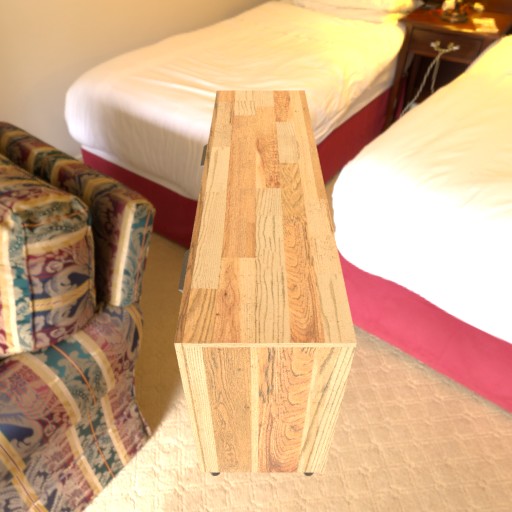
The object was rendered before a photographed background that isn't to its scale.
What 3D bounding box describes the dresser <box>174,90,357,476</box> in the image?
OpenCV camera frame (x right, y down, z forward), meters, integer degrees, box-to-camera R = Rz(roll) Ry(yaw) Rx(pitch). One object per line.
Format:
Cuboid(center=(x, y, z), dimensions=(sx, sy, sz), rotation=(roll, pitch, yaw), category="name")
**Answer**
Cuboid(center=(0.000, 0.000, 1.923), dimensions=(0.487, 0.834, 1.547), rotation=(0, 42, 0), category="dresser")
